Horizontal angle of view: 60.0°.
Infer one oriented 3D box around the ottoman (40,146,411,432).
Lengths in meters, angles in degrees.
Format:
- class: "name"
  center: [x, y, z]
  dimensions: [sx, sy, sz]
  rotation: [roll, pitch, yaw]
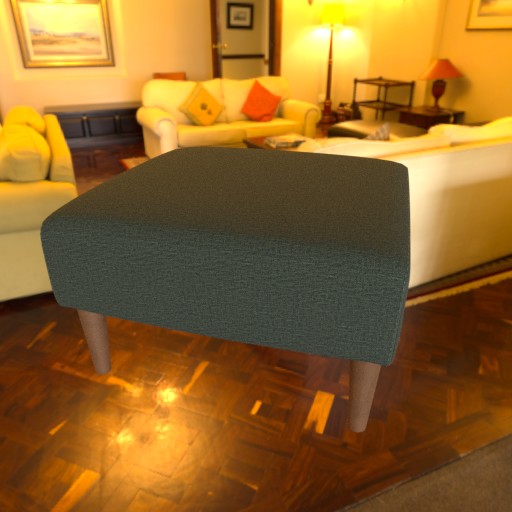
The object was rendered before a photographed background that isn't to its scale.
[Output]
- class: "ottoman"
  center: [0.000, 0.000, 1.044]
  dimensions: [0.650, 0.398, 0.649]
  rotation: [8, 27, 15]
